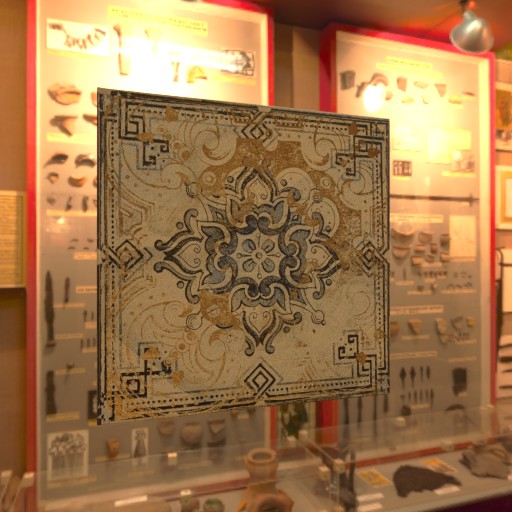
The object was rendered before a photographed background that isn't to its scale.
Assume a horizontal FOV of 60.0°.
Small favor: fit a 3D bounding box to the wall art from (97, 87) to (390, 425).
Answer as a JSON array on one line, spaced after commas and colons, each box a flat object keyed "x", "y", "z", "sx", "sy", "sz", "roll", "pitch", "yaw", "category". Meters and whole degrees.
[{"x": 0.000, "y": 0.000, "z": 0.902, "sx": 0.609, "sy": 0.607, "sz": 0.036, "roll": 0, "pitch": 0, "yaw": -18, "category": "wall art"}]
